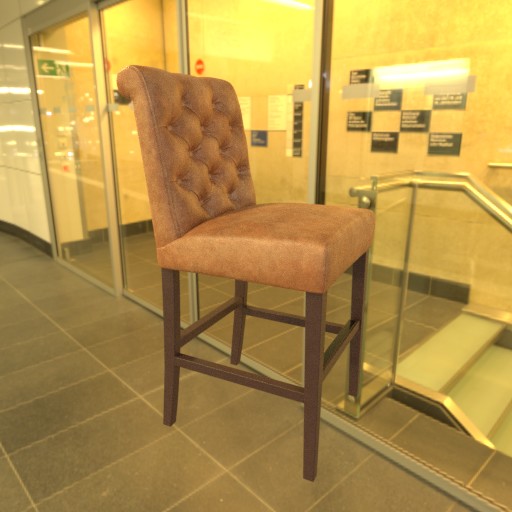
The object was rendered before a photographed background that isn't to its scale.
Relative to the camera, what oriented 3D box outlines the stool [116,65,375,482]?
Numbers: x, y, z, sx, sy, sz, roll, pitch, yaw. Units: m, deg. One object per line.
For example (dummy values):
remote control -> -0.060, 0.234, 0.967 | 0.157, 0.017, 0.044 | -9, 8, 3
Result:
stool -> 0.000, 0.000, 1.331 | 0.601, 1.047, 0.493 | 8, 18, 26
